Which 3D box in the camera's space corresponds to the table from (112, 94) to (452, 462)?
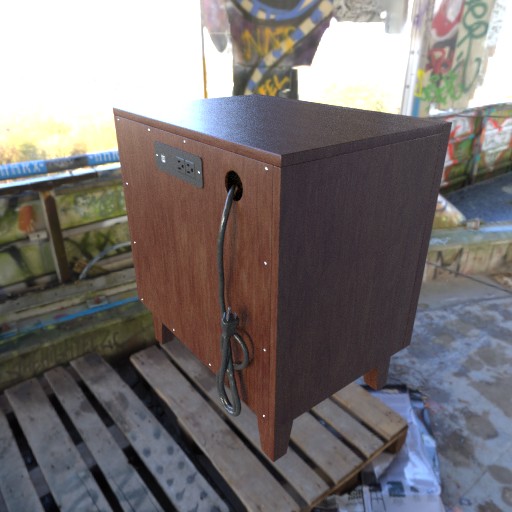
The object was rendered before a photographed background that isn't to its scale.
[{"bbox_3d":[0.000,0.000,0.993,0.449,0.609,0.557,-19,32,-33],"label":"table"}]
